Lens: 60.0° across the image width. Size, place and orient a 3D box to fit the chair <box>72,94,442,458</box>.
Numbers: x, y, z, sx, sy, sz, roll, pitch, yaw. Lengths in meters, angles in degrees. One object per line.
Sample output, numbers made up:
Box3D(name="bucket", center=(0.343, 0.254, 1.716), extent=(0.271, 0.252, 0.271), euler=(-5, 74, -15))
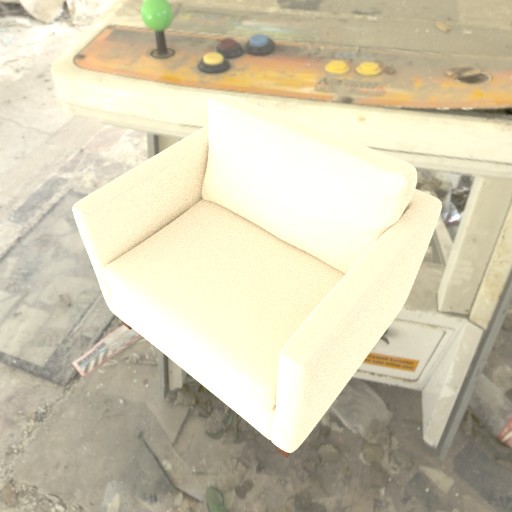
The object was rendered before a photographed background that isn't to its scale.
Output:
Box3D(name="chair", center=(0.000, 0.000, 1.705), extent=(1.019, 0.885, 0.878), euler=(31, 54, 26))
